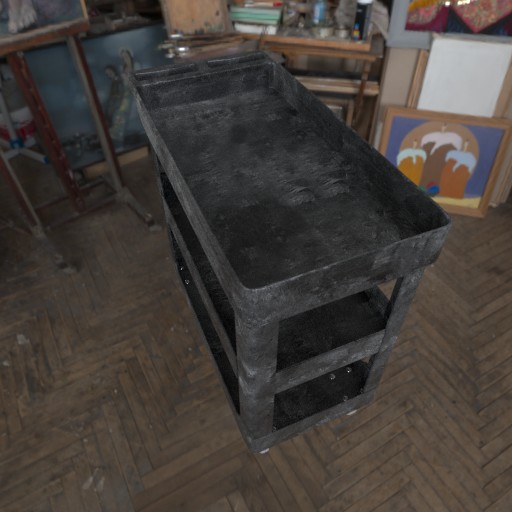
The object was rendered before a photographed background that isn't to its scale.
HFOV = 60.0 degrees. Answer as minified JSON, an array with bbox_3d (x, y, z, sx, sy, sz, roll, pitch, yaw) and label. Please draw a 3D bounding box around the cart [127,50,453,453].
[{"bbox_3d":[0.000,0.000,1.310,0.420,0.824,0.877,-17,48,-16],"label":"cart"}]
